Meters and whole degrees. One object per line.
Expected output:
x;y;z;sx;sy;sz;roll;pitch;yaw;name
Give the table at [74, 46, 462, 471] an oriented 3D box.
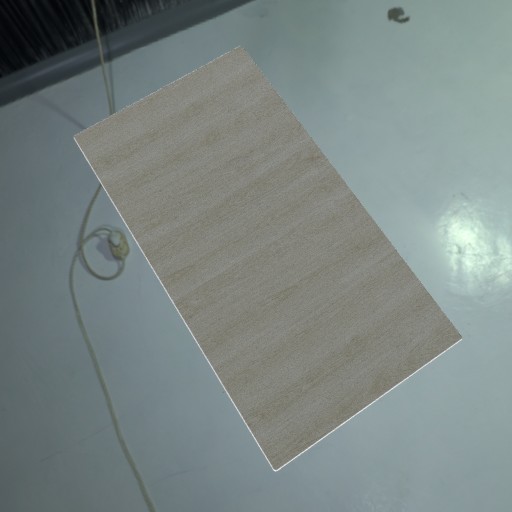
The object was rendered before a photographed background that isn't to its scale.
0.000;0.000;2.120;0.900;0.760;1.600;-32;77;-8;table
